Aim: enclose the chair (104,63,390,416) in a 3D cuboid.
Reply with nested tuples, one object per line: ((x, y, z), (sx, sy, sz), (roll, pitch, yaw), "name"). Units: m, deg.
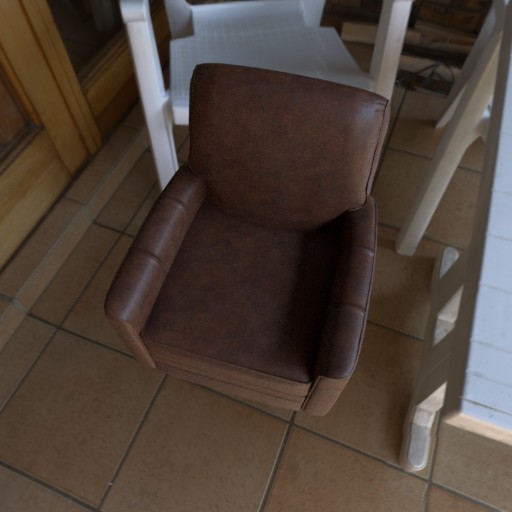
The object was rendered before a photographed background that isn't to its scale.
((0.000, 0.000, 1.637), (0.839, 1.010, 0.850), (14, 60, 8), "chair")
